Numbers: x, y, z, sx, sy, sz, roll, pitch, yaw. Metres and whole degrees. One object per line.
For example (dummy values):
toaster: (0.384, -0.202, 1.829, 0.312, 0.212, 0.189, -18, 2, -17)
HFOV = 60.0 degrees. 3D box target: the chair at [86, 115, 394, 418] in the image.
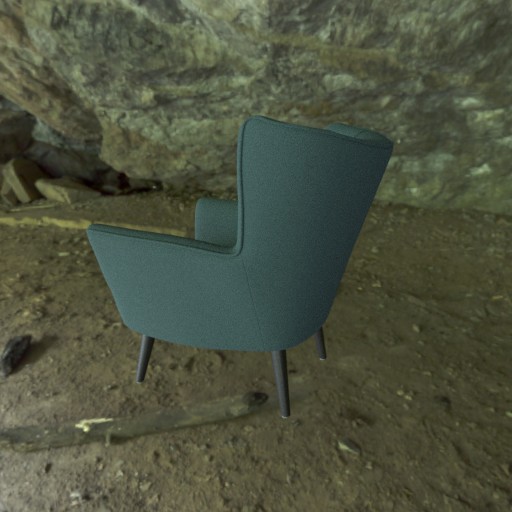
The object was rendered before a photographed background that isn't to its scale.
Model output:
chair: (0.000, 0.000, 1.593, 0.888, 0.933, 0.781, 7, 17, 24)
